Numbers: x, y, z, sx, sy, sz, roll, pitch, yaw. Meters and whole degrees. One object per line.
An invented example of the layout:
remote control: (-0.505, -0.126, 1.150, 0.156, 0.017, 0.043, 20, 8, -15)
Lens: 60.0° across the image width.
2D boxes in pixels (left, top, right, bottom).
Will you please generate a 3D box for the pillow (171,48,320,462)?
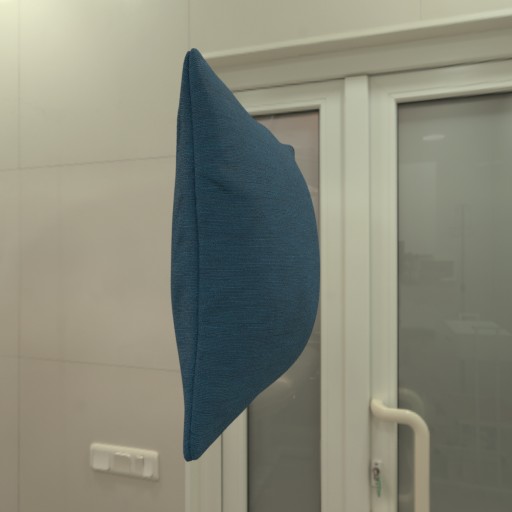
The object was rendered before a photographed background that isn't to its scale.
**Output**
pillow: (0.000, 0.000, 0.646, 0.177, 0.420, 0.437, 0, 0, 18)
